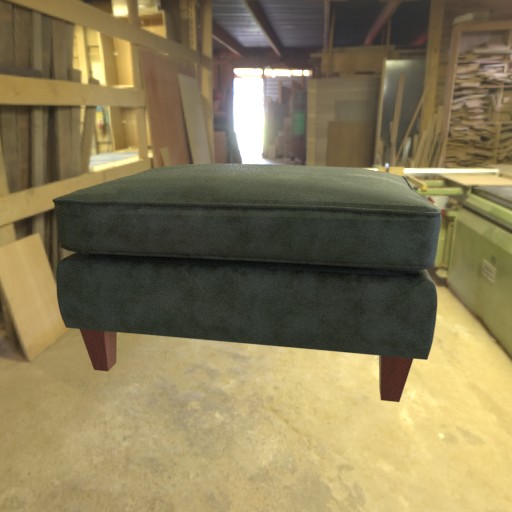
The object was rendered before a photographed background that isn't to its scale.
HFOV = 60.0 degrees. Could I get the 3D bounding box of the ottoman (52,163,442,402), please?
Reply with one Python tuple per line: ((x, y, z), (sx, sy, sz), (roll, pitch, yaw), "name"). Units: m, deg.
((0.000, 0.000, 1.262), (0.864, 0.495, 0.632), (3, 17, 10), "ottoman")
